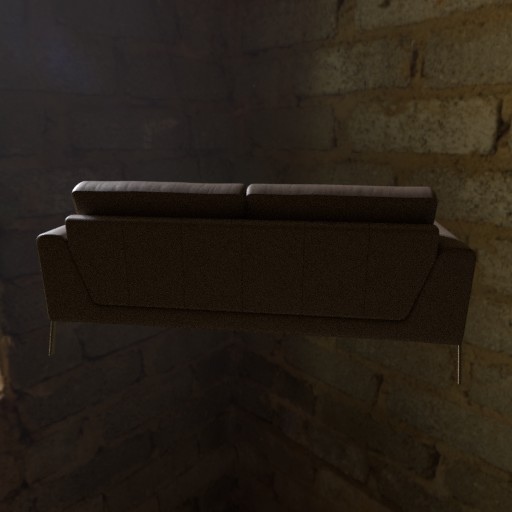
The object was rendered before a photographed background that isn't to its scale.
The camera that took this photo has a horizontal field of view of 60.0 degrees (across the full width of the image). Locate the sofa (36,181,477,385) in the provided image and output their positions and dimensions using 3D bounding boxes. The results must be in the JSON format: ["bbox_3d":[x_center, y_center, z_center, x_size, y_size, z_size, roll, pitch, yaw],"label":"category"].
[{"bbox_3d":[0.000,0.000,2.465,2.017,0.875,0.953,2,16,7],"label":"sofa"}]
